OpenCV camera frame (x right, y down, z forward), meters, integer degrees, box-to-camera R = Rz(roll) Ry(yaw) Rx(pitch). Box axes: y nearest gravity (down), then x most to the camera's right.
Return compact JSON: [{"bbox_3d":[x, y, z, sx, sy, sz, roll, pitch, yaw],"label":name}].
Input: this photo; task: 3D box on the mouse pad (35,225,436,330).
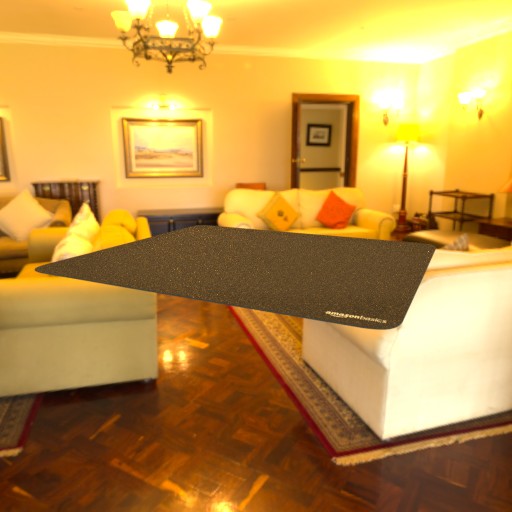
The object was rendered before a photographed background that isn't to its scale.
[{"bbox_3d":[0.000,0.000,0.630,0.451,0.002,0.393,6,15,25],"label":"mouse pad"}]
